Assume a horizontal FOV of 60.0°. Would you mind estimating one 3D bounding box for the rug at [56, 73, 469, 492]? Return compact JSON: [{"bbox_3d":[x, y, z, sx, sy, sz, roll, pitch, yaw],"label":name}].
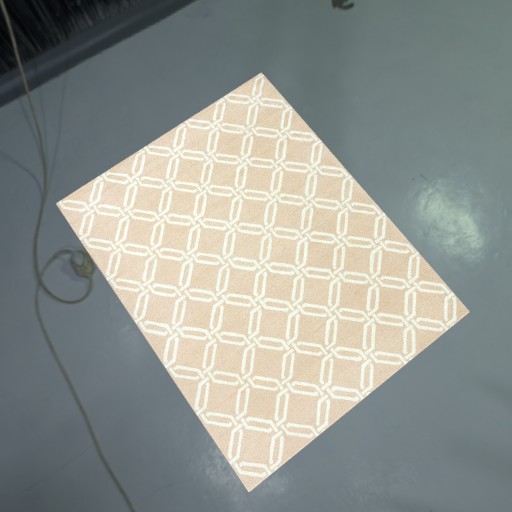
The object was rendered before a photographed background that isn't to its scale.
[{"bbox_3d":[0.000,0.000,3.818,2.288,0.018,2.895,-36,78,-9],"label":"rug"}]
